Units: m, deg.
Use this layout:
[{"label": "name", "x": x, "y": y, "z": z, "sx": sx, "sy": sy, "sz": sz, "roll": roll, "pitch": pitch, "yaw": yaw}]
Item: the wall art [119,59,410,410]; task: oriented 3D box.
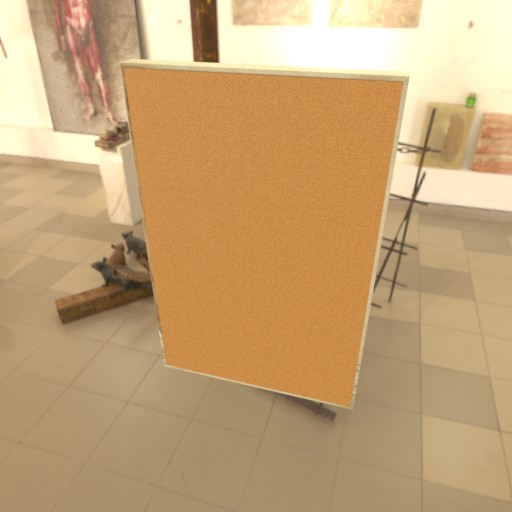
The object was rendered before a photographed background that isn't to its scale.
[{"label": "wall art", "x": 0.000, "y": 0.000, "z": 0.765, "sx": 0.403, "sy": 0.607, "sz": 0.036, "roll": 9, "pitch": 32, "yaw": 14}]
